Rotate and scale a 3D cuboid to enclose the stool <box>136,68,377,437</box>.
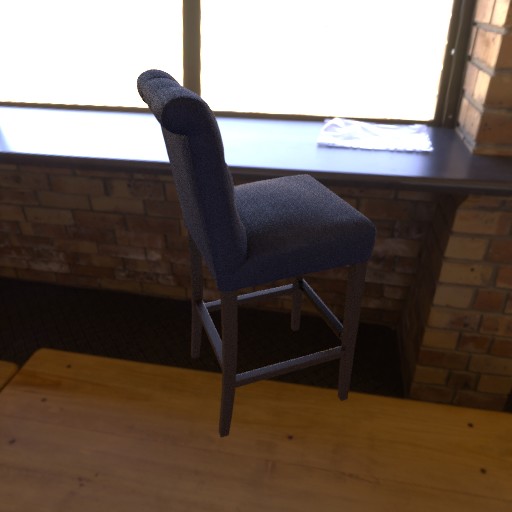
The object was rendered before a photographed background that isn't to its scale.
[{"bbox_3d":[0.000,0.000,1.486,0.601,1.140,0.493,-11,33,-18],"label":"stool"}]
